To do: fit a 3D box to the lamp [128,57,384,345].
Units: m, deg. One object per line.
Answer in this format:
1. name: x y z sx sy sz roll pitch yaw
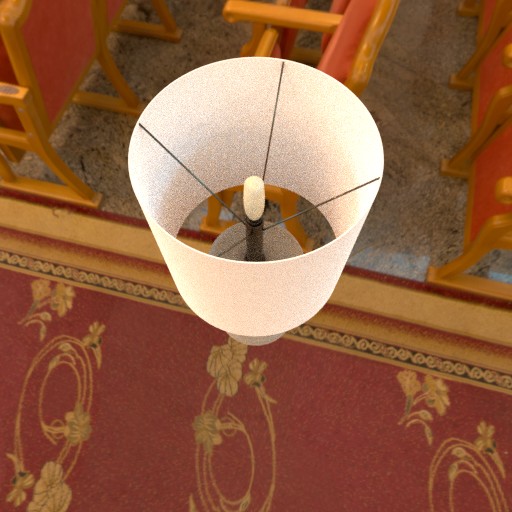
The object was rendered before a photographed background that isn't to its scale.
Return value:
1. lamp: 0.000 0.000 0.548 0.206 0.416 0.206 14 66 6
